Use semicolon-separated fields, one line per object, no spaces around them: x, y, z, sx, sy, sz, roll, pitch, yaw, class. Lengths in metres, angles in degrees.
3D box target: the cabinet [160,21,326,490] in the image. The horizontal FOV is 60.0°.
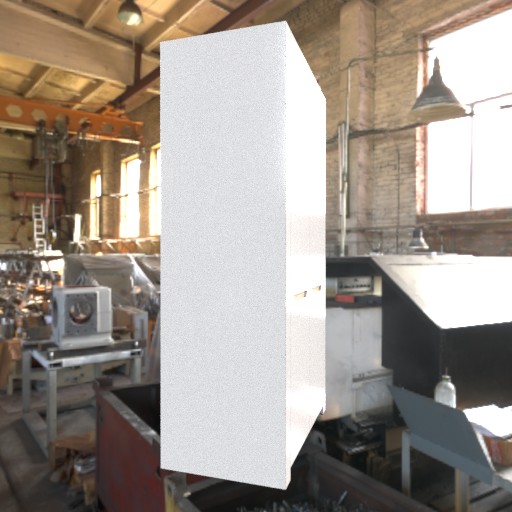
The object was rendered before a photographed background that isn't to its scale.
0.000;0.000;2.363;0.580;1.920;0.980;0;0;18;cabinet
